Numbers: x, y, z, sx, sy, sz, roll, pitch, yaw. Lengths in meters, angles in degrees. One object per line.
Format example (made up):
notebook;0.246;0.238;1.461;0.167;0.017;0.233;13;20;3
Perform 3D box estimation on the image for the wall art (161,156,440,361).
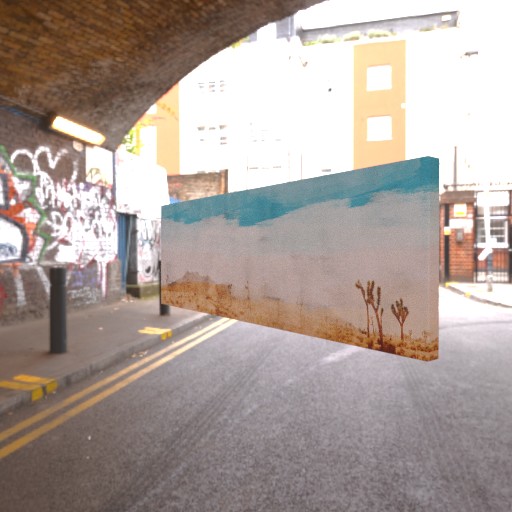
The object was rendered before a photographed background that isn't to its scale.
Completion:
wall art;0.000;0.000;0.859;0.044;0.254;0.759;-1;1;-37
